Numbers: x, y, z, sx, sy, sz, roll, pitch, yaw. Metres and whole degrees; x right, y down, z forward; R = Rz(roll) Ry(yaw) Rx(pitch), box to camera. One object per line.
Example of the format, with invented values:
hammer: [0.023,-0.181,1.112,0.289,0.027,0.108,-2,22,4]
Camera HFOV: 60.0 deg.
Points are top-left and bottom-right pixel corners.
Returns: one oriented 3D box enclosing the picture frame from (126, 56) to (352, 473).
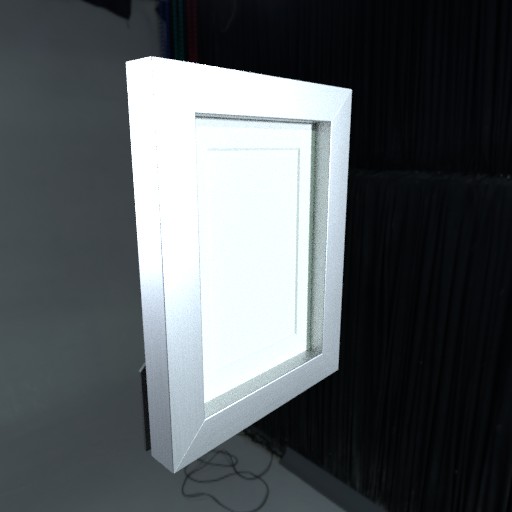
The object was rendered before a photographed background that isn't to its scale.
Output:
picture frame: [0.000,0.000,0.277,0.028,0.208,0.157,13,19,42]
